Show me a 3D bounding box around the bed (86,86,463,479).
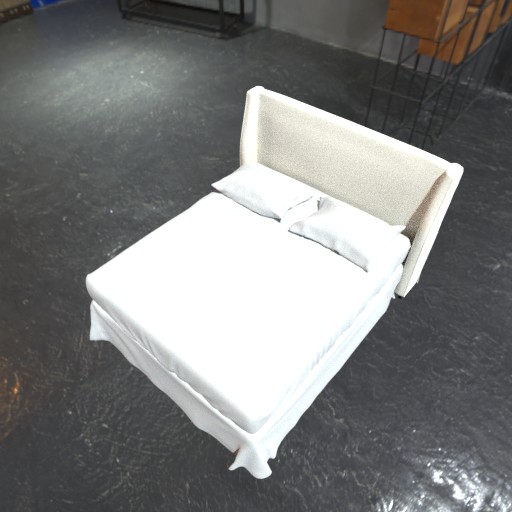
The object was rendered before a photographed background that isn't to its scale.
[{"bbox_3d":[0.000,0.000,3.386,1.925,1.332,2.276,32,54,26],"label":"bed"}]
